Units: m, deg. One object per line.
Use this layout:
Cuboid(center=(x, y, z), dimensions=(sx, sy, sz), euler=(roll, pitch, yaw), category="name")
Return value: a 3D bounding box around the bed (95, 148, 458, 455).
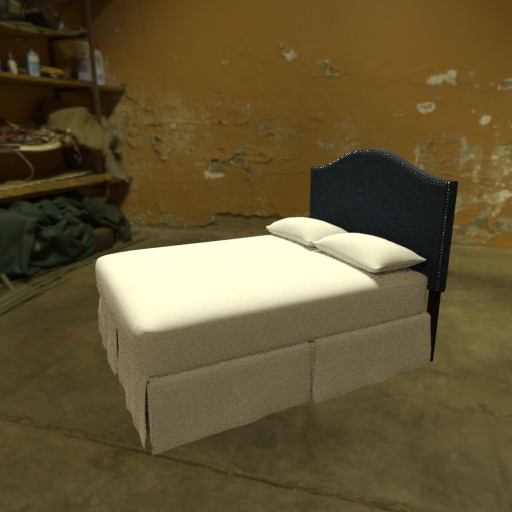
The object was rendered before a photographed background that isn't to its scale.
Cuboid(center=(0.000, 0.000, 3.273), dimensions=(2.153, 1.518, 1.713), euler=(-8, 17, -26), category="bed")
